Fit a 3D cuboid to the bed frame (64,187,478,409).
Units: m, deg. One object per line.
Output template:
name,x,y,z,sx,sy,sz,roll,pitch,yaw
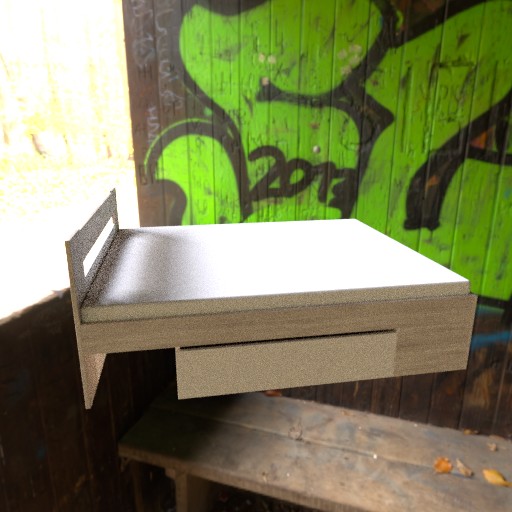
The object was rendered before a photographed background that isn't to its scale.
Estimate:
bed frame,0.000,0.000,3.172,2.050,0.860,2.040,-3,17,-10
